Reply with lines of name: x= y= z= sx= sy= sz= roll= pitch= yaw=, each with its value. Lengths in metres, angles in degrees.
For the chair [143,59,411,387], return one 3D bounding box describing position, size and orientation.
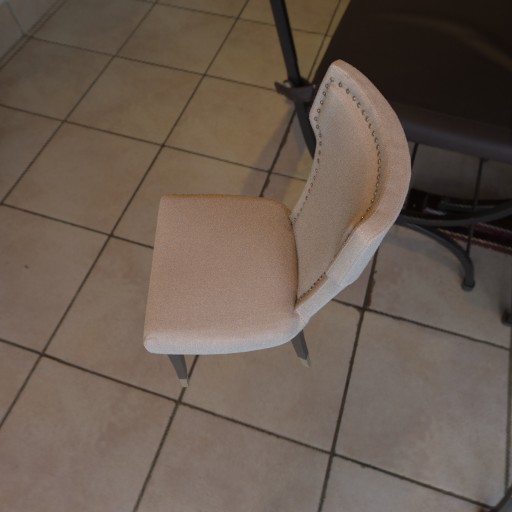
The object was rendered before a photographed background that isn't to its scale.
chair: x=0.000 y=0.000 z=1.304 sx=0.630 sy=0.950 sz=0.526 roll=-1 pitch=59 yaw=0
